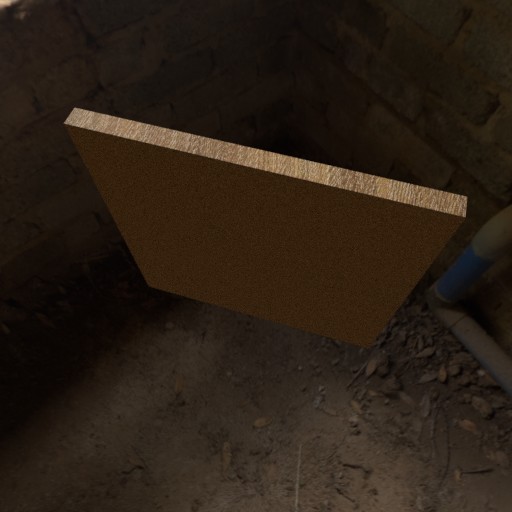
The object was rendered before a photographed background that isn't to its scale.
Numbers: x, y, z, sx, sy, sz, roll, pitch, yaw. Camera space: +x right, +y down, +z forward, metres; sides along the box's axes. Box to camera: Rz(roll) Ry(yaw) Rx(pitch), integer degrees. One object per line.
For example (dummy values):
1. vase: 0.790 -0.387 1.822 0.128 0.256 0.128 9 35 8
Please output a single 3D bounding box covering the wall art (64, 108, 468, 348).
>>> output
1. wall art: 0.000 0.000 0.915 0.611 0.608 0.042 15 63 8
